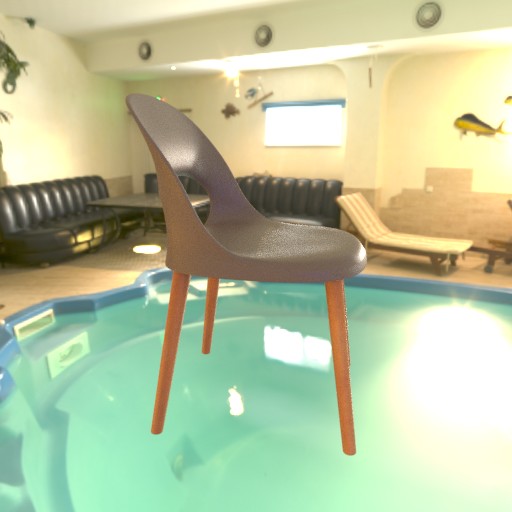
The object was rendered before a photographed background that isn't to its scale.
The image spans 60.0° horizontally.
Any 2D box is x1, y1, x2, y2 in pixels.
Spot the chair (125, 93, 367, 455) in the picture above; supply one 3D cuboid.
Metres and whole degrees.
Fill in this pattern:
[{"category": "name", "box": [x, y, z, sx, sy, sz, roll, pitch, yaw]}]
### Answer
[{"category": "chair", "box": [0.000, 0.000, 1.145, 0.556, 0.795, 0.470, 2, 15, 10]}]
